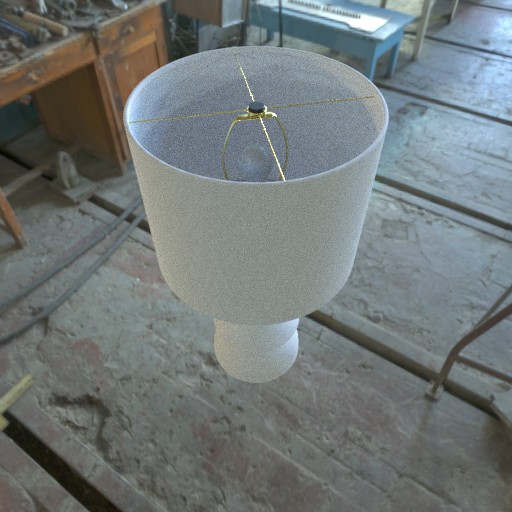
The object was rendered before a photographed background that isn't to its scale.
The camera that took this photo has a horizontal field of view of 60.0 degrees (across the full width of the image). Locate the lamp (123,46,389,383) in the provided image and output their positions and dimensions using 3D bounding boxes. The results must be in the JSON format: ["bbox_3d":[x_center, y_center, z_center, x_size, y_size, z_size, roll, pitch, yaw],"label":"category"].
[{"bbox_3d":[0.000,0.000,0.710,0.301,0.533,0.301,-9,49,-8],"label":"lamp"}]
